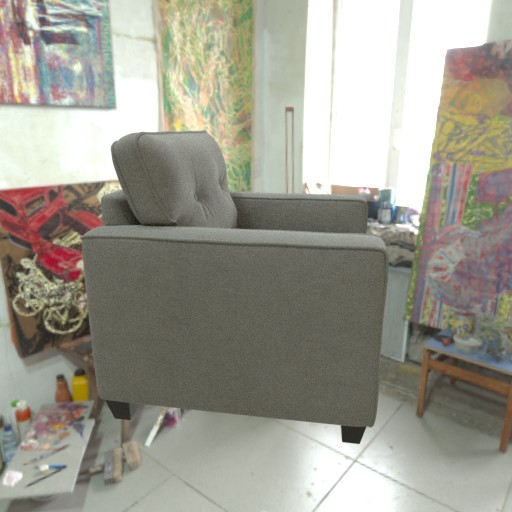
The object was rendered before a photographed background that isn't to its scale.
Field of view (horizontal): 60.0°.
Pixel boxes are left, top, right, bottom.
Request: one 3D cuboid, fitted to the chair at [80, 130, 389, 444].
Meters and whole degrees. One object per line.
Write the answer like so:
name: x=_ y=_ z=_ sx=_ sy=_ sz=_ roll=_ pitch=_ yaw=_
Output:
chair: x=0.000 y=0.000 z=1.776 sx=0.939 sy=0.965 sz=1.015 roll=3 pitch=16 yaw=9
